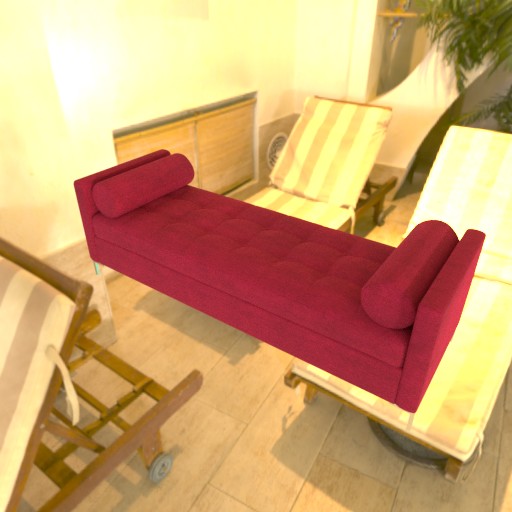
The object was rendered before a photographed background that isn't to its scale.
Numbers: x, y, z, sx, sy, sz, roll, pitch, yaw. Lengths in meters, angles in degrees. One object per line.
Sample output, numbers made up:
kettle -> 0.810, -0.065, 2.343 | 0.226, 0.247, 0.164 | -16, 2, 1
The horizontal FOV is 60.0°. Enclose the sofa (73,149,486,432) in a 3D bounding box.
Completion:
sofa -> 0.000, 0.000, 2.325 | 1.981, 0.635, 0.686 | 20, 37, 29
